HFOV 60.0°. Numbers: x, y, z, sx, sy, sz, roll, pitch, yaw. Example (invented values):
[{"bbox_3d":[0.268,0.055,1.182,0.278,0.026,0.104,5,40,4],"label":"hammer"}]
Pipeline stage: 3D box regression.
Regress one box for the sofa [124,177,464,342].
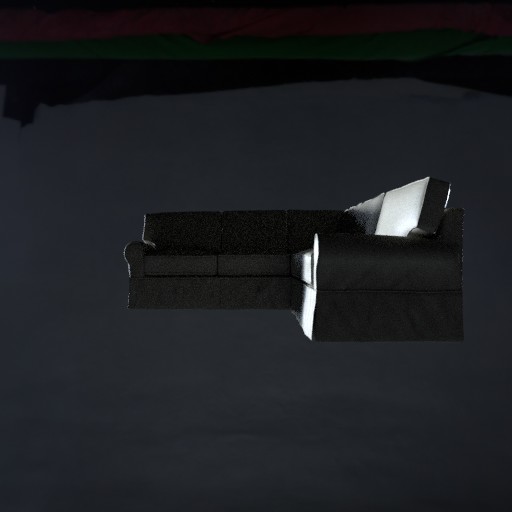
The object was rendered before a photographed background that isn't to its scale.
[{"bbox_3d":[0.000,0.000,4.042,2.618,1.081,2.623,0,0,0],"label":"sofa"}]
